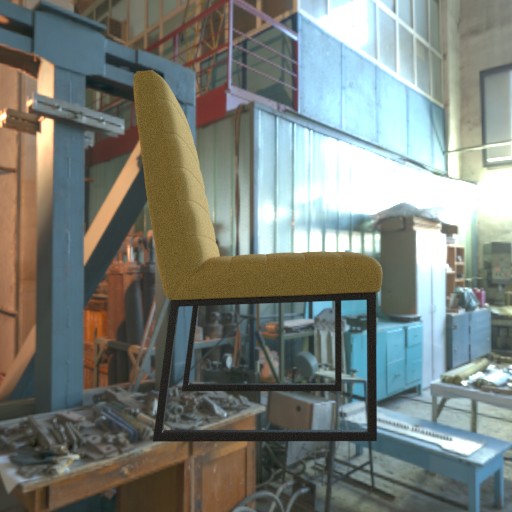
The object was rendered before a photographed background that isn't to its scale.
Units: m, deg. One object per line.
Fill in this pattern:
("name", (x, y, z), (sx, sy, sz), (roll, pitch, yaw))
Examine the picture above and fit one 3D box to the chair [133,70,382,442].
("chair", (0.000, 0.000, 1.339), (0.634, 0.930, 0.520), (0, -1, 0))
